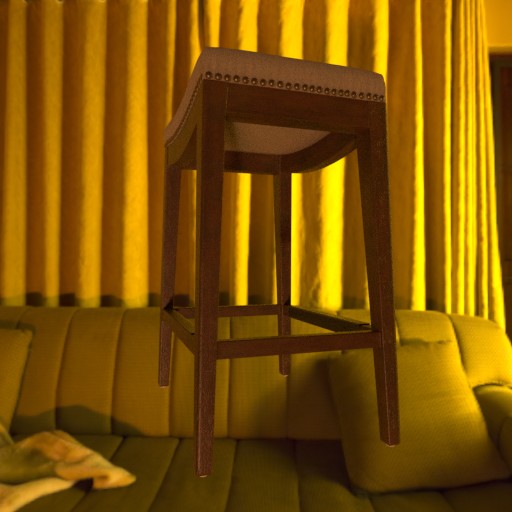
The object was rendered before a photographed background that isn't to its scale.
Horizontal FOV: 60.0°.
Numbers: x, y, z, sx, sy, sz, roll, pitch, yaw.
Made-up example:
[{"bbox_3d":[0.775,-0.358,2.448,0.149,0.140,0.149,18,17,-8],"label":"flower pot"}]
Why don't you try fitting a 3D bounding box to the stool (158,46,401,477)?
[{"bbox_3d":[0.000,0.000,0.947,0.356,0.660,0.508,0,0,-19],"label":"stool"}]
